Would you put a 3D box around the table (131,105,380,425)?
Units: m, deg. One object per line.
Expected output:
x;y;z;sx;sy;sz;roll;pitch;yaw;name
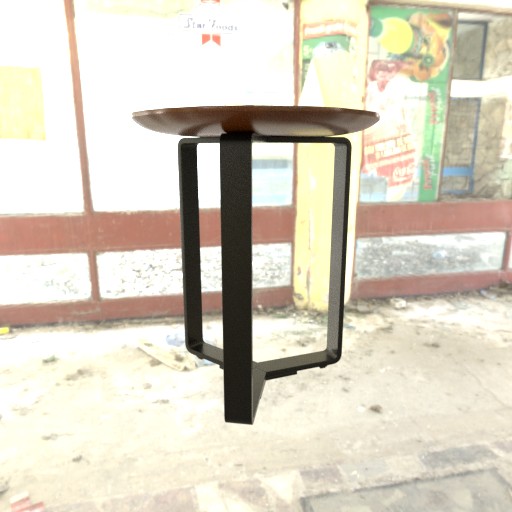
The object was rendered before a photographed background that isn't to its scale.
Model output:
0.000;0.000;0.753;0.380;0.450;0.410;2;14;9;table
